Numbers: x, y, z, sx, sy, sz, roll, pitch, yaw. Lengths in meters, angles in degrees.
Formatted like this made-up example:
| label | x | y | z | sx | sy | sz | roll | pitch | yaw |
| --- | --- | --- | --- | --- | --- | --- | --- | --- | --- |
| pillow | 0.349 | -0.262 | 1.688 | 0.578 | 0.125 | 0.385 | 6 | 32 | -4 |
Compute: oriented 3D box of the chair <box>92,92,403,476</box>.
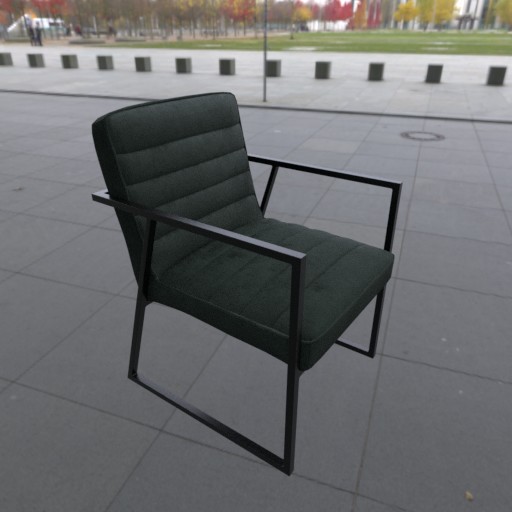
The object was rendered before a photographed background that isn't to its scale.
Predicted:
| label | x | y | z | sx | sy | sz | roll | pitch | yaw |
| --- | --- | --- | --- | --- | --- | --- | --- | --- | --- |
| chair | 0.000 | 0.000 | 1.290 | 0.677 | 0.833 | 0.571 | 18 | 33 | 31 |
